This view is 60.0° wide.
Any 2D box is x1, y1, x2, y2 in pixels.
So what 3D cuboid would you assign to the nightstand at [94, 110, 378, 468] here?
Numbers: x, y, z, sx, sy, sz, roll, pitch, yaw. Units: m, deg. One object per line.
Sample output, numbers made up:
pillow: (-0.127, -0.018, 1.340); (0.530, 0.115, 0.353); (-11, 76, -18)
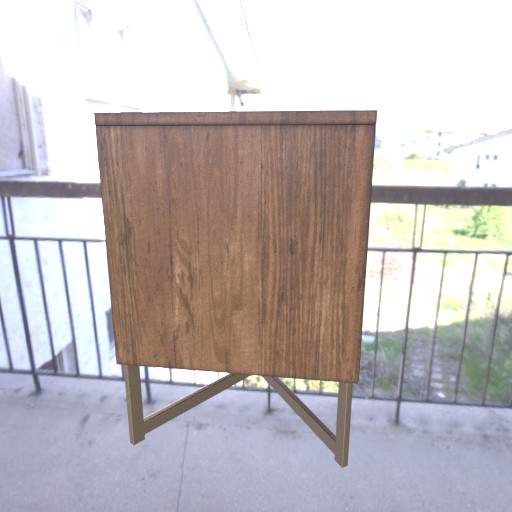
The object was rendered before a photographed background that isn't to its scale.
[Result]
nightstand: (0.000, 0.000, 1.032); (0.446, 0.610, 0.610); (2, 15, 8)
